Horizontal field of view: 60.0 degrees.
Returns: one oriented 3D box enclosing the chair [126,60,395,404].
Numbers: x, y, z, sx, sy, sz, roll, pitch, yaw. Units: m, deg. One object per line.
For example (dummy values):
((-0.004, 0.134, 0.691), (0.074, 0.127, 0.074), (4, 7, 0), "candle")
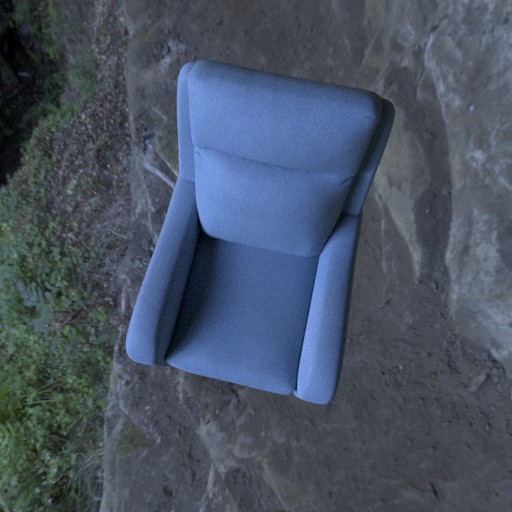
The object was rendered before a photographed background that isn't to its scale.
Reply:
((0.000, 0.000, 1.732), (0.785, 1.067, 0.988), (12, 77, 3), "chair")
